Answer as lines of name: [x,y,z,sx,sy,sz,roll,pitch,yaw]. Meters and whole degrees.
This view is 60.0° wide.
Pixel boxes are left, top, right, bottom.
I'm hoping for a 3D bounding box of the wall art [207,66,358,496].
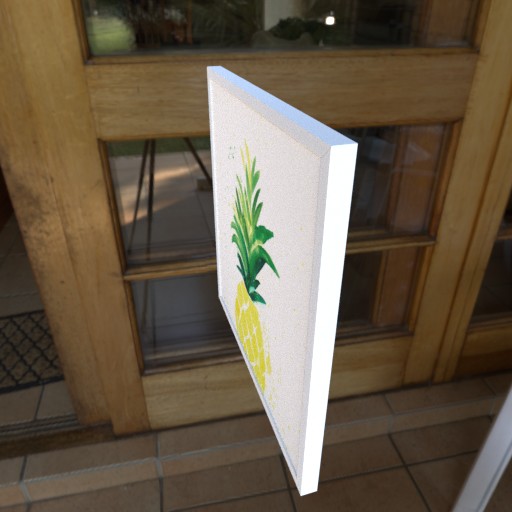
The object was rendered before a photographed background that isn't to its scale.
wall art: [0.000,0.000,1.077,0.038,0.761,0.763,-9,32,-15]
